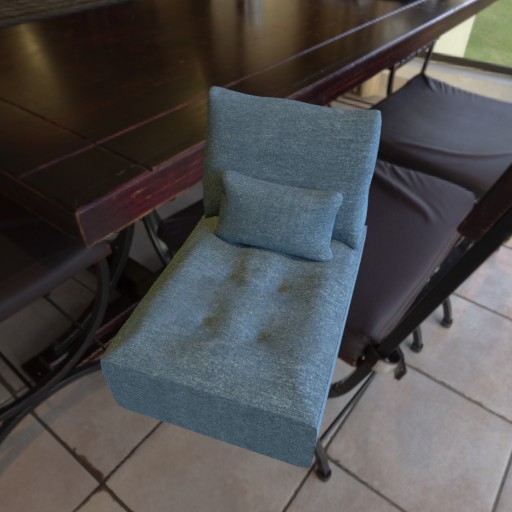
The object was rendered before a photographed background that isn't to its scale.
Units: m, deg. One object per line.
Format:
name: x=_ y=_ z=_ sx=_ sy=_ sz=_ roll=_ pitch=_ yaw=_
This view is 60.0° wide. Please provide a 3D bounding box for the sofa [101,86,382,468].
sofa: x=0.000 y=0.000 z=1.576 sx=0.700 sy=0.820 sz=1.000 roll=13 pitch=43 yaw=14
